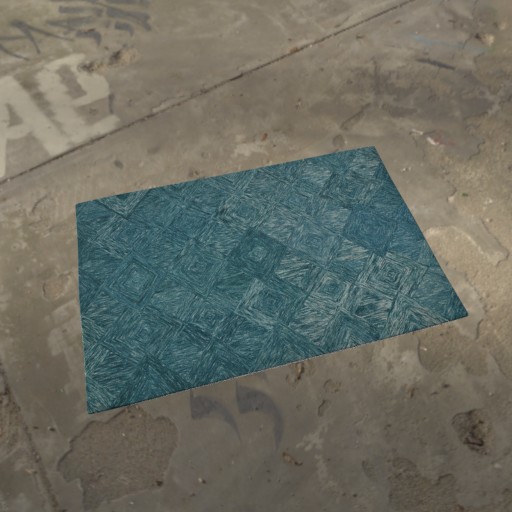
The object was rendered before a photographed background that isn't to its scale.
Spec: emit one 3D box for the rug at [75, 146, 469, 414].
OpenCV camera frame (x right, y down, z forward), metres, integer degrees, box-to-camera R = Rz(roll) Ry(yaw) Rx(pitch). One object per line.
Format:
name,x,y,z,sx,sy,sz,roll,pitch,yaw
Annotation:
rug,0.000,0.000,2.205,1.728,0.017,1.136,-13,59,-8
